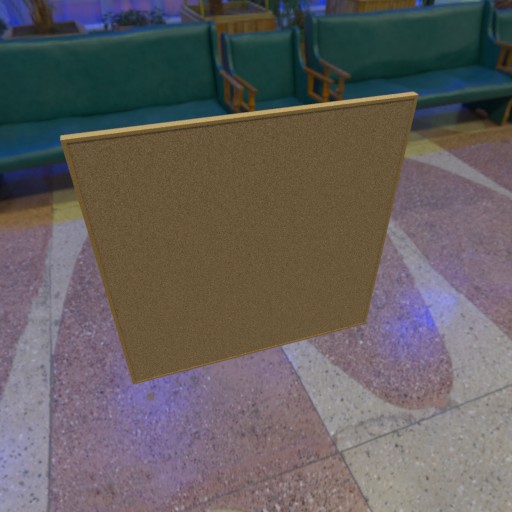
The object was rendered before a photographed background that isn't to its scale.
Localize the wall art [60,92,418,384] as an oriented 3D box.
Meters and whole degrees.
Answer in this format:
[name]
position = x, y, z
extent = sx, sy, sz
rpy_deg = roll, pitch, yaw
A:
[wall art]
position = 0.000, 0.000, 0.690
extent = 0.457, 0.455, 0.013
rpy_deg = -12, 41, -14
